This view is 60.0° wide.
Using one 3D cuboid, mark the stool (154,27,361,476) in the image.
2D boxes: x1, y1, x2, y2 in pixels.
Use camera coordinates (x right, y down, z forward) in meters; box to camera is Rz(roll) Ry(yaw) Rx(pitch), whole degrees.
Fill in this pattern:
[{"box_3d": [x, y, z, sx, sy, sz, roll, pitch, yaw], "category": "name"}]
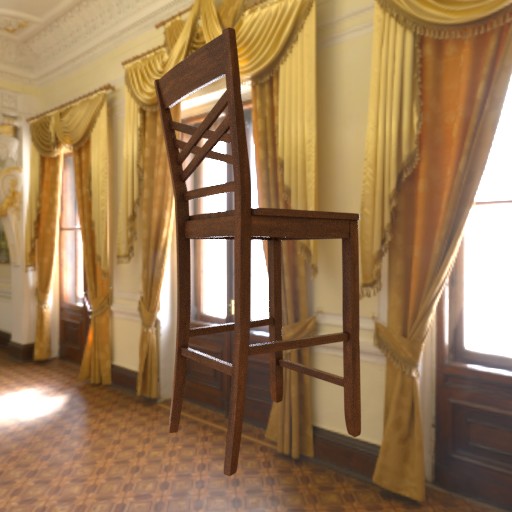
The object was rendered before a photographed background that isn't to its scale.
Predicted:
[{"box_3d": [0.000, 0.000, 1.367, 0.504, 1.098, 0.426, -1, 1, -37], "category": "stool"}]
